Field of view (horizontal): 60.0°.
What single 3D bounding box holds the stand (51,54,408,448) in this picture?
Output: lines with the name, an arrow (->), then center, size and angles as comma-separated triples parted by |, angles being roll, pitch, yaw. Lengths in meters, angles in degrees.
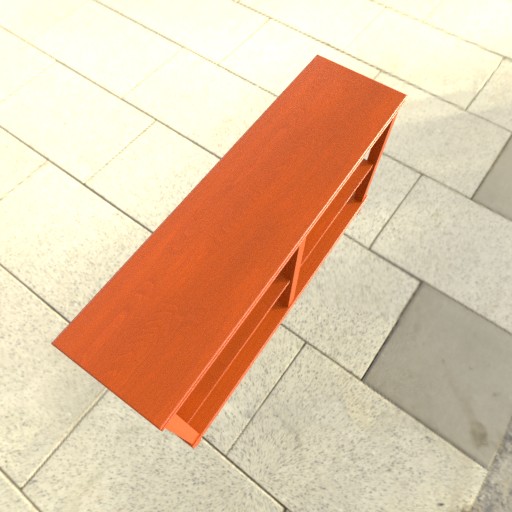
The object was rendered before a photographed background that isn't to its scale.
stand -> 0.000, 0.000, 1.725 | 0.381, 0.762, 1.372 | 32, 67, 15
